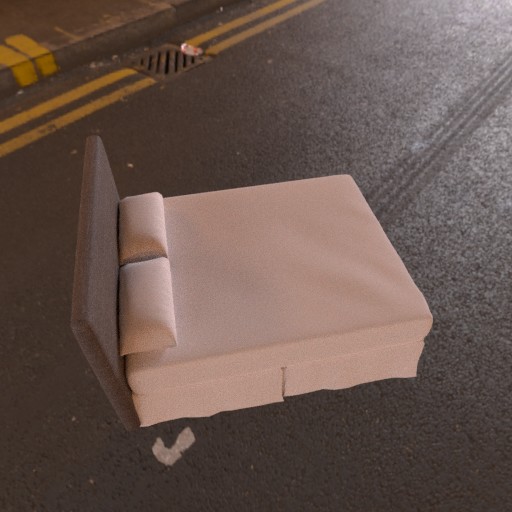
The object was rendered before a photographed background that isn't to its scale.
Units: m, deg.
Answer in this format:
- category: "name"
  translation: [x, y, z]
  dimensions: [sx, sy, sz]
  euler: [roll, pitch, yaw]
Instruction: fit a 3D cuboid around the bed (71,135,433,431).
- category: "bed"
  translation: [0.000, 0.000, 3.215]
  dimensions: [2.142, 1.330, 1.723]
  euler: [-9, 48, -8]
